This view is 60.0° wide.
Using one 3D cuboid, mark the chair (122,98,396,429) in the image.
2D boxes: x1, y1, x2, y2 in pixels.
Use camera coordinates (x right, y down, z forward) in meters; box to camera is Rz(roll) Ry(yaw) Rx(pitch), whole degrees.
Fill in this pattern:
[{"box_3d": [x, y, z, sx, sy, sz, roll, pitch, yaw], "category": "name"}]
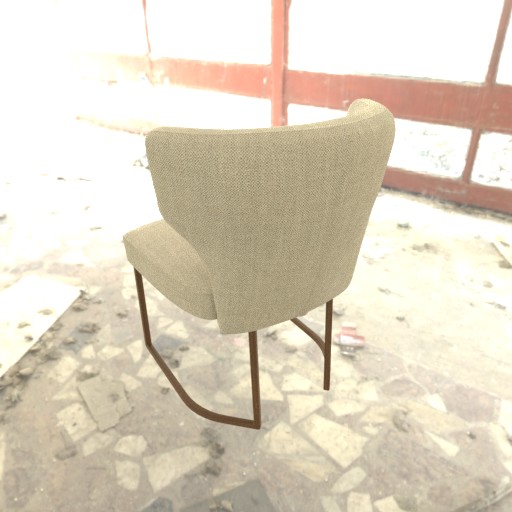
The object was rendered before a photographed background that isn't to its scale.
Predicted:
[{"box_3d": [0.000, 0.000, 1.226, 0.611, 0.824, 0.617, -18, 34, -29], "category": "chair"}]
